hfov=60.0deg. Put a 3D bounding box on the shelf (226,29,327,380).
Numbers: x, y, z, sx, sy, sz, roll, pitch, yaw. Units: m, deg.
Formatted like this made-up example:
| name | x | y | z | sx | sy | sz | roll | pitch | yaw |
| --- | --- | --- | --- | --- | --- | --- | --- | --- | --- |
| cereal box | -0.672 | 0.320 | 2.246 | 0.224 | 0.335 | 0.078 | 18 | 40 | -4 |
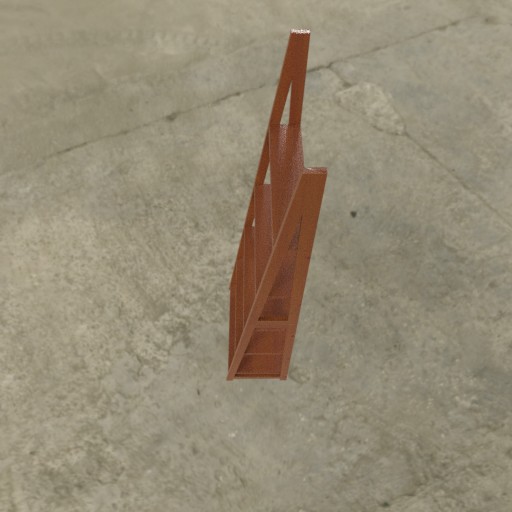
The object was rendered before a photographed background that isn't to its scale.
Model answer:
| name | x | y | z | sx | sy | sz | roll | pitch | yaw |
| --- | --- | --- | --- | --- | --- | --- | --- | --- | --- |
| shelf | 0.000 | 0.000 | 2.032 | 0.356 | 1.780 | 0.630 | 0 | 58 | 0 |
